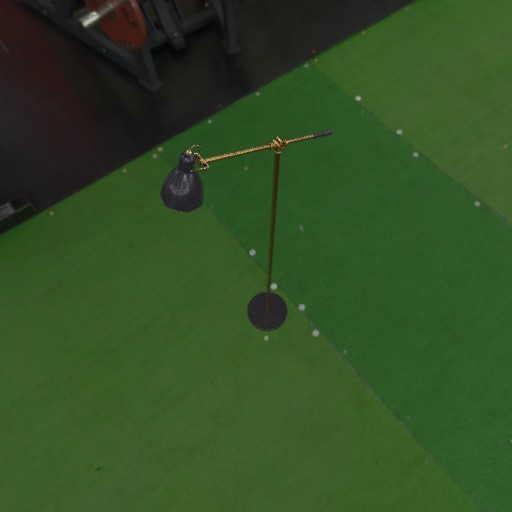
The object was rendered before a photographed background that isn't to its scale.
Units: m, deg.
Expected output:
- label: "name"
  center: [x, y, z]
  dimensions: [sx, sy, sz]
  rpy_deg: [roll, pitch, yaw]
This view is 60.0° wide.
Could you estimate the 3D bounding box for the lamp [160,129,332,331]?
- label: "lamp"
  center: [0.000, 0.000, 1.863]
  dimensions: [0.618, 1.628, 0.235]
  rpy_deg: [-33, 67, -16]
